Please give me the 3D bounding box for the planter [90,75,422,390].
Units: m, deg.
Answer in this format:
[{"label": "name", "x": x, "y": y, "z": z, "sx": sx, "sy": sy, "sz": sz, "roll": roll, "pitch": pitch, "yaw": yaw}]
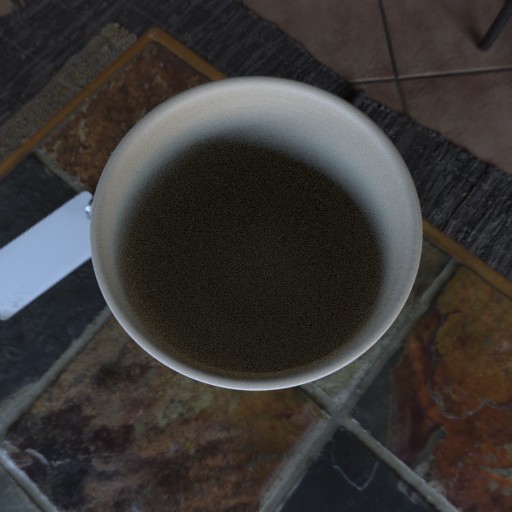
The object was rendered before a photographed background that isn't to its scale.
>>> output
[{"label": "planter", "x": 0.000, "y": 0.000, "z": 0.299, "sx": 0.170, "sy": 0.152, "sz": 0.170, "roll": 0, "pitch": 75, "yaw": 0}]
